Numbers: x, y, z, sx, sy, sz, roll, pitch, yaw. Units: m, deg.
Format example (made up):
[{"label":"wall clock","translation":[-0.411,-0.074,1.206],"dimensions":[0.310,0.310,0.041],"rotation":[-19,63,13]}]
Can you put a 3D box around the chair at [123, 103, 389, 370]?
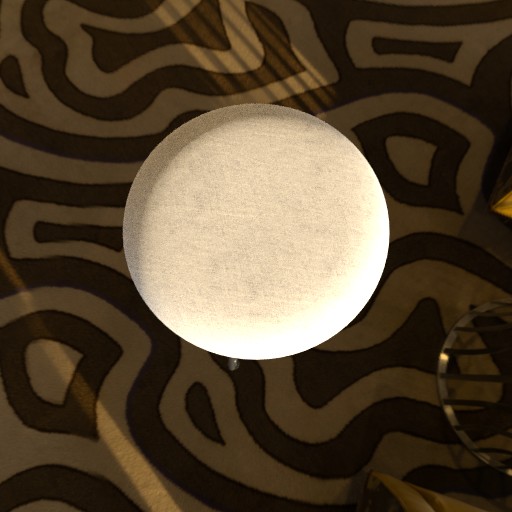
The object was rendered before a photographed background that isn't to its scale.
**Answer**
[{"label":"chair","translation":[0.000,0.000,0.671],"dimensions":[0.350,0.386,0.350],"rotation":[14,77,3]}]
